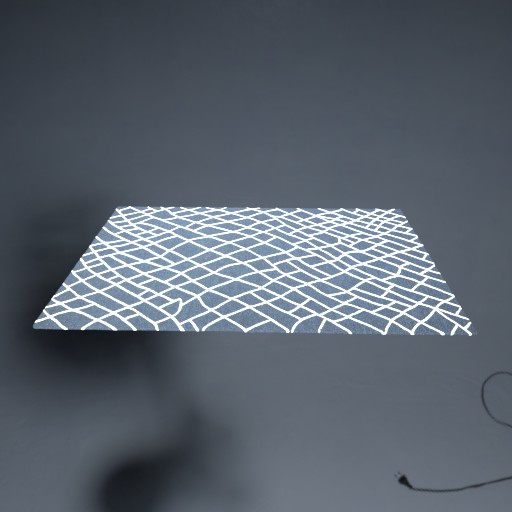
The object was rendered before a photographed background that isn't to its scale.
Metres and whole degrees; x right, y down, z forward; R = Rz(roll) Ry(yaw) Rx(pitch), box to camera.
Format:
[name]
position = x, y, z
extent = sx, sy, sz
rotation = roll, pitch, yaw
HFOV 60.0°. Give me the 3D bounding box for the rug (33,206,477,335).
[rug]
position = 0.000, 0.000, 2.339
extent = 1.830, 0.013, 1.223
rotation = 1, 30, 1
